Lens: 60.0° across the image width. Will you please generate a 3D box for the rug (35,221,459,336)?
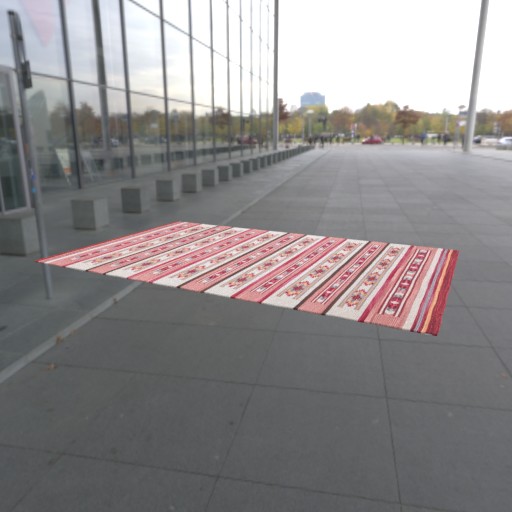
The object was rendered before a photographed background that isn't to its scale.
[{"bbox_3d":[0.000,0.000,2.988,2.431,0.010,1.535,8,17,26],"label":"rug"}]
